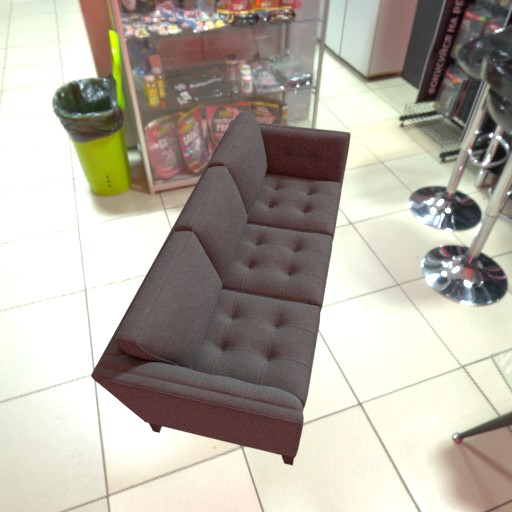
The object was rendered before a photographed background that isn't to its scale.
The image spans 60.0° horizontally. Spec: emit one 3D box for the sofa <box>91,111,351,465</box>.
[{"bbox_3d":[0.000,0.000,2.928,0.965,0.940,2.387,10,46,9],"label":"sofa"}]
